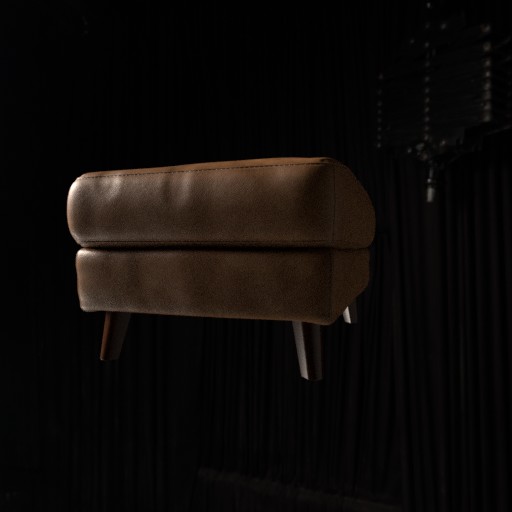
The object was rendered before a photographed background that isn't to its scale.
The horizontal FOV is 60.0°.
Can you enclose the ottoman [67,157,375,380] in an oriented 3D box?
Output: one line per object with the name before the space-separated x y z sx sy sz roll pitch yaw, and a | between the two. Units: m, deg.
ottoman | 0.000 0.000 1.264 0.630 0.461 0.869 0 1 19
